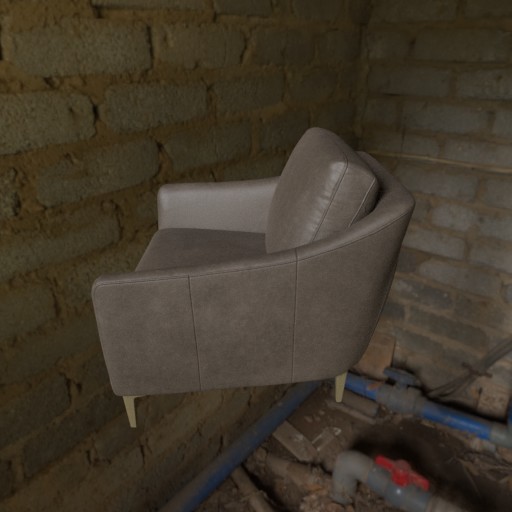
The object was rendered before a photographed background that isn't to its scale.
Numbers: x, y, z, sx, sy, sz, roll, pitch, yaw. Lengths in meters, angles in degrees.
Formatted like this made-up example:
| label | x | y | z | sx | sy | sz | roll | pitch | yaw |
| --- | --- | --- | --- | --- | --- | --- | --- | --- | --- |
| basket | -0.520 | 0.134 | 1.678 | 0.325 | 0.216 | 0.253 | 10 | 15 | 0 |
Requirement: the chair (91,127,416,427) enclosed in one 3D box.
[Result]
| label | x | y | z | sx | sy | sz | roll | pitch | yaw |
| --- | --- | --- | --- | --- | --- | --- | --- | --- | --- |
| chair | 0.000 | 0.000 | 1.734 | 0.961 | 0.901 | 0.988 | 0 | 25 | 0 |
